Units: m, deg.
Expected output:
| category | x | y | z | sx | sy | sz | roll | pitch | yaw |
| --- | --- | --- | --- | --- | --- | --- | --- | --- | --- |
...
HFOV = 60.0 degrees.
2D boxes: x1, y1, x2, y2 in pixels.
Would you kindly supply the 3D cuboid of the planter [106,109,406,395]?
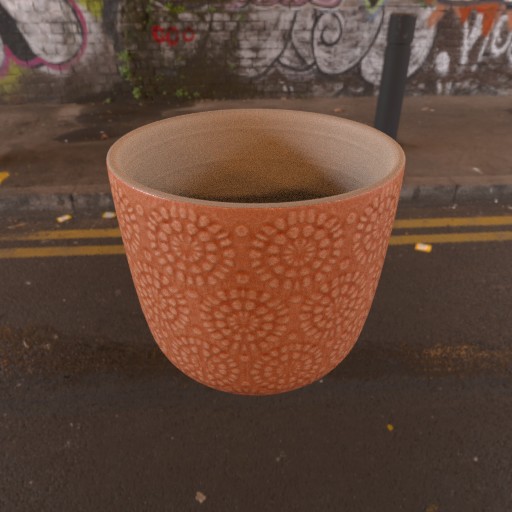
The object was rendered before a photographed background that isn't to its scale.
| category | x | y | z | sx | sy | sz | roll | pitch | yaw |
| --- | --- | --- | --- | --- | --- | --- | --- | --- | --- |
| planter | 0.000 | 0.000 | 0.369 | 0.208 | 0.190 | 0.208 | 0 | 32 | 0 |
